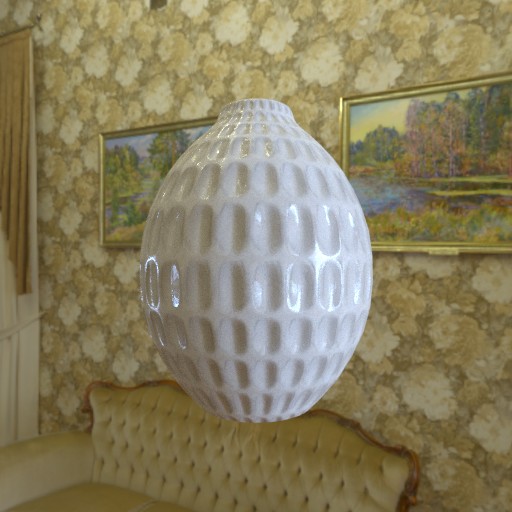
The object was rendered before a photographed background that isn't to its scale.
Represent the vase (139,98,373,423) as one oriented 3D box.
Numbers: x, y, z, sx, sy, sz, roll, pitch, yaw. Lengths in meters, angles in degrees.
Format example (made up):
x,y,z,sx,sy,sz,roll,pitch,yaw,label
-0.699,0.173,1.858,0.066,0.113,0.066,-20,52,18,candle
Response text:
x,y,z,sx,sy,sz,roll,pitch,yaw,label
0.000,0.000,0.252,0.128,0.167,0.128,0,0,0,vase
